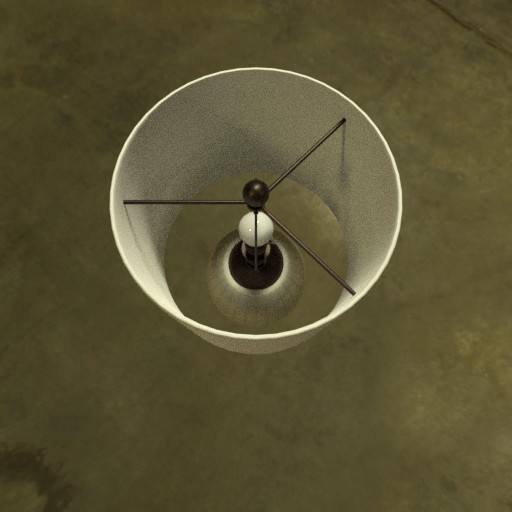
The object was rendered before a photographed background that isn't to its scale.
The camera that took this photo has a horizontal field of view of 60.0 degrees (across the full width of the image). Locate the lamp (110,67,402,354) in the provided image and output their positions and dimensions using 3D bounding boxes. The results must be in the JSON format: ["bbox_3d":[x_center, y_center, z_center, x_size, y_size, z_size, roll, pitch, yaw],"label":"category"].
[{"bbox_3d":[0.000,0.000,0.759,0.329,0.570,0.329,0,75,0],"label":"lamp"}]
